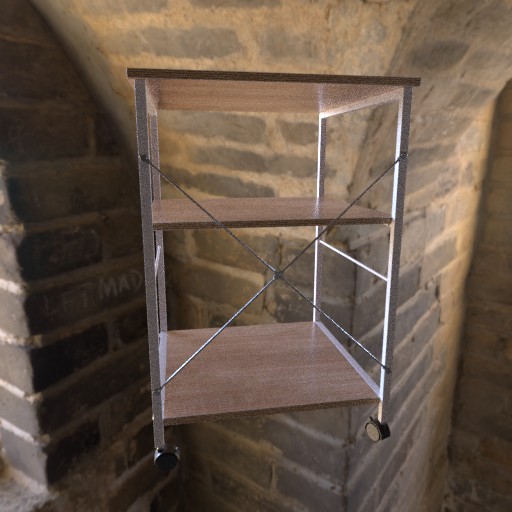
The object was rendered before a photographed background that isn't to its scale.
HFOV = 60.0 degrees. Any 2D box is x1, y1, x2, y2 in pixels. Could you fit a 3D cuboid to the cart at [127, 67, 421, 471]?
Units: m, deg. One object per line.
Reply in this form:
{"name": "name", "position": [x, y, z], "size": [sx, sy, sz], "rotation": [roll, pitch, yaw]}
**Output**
{"name": "cart", "position": [0.000, 0.000, 1.097], "size": [0.521, 0.762, 0.520], "rotation": [-2, 13, -10]}
